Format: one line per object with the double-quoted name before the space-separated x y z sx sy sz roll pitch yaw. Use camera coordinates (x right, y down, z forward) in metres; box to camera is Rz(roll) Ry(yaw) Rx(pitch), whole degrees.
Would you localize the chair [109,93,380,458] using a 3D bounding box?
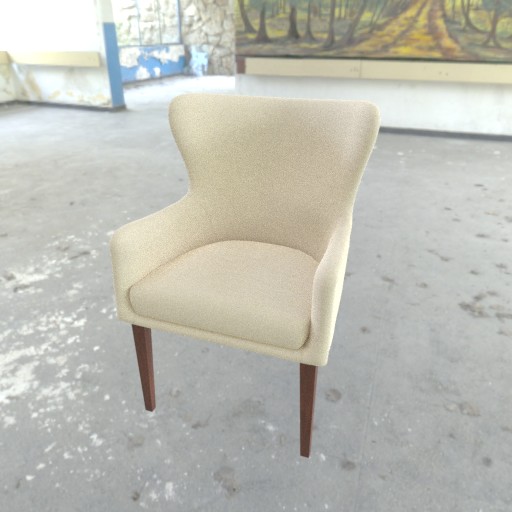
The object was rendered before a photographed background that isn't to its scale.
"chair" 0.000 0.000 1.516 0.696 0.990 0.744 9 28 17
